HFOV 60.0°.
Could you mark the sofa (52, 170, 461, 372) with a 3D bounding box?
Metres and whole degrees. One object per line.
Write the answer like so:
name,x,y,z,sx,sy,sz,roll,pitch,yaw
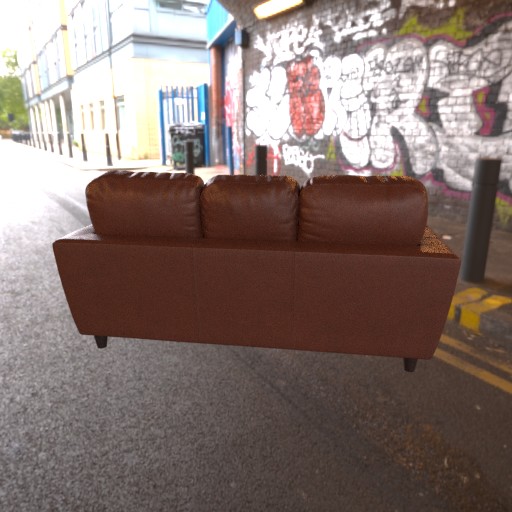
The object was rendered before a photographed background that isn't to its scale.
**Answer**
sofa,0.000,0.000,2.380,1.862,0.915,0.802,2,16,8
